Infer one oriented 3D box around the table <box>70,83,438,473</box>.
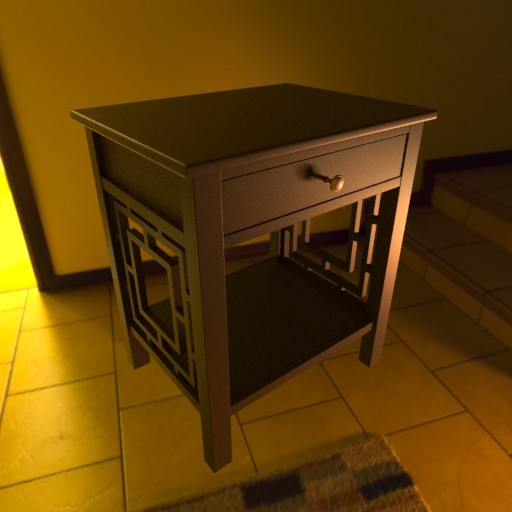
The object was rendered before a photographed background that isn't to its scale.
[{"bbox_3d":[0.000,0.000,1.013,0.564,0.646,0.451,-21,36,-33],"label":"table"}]
